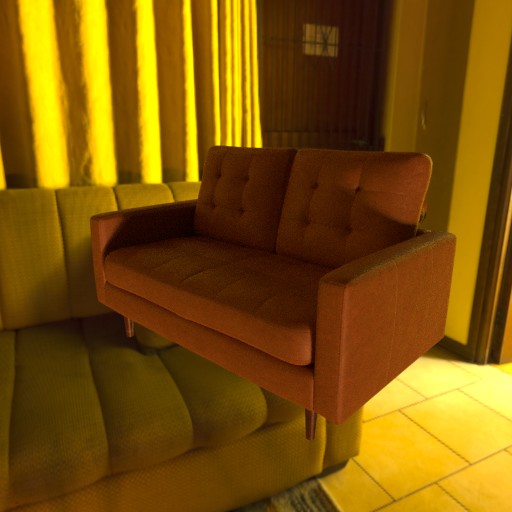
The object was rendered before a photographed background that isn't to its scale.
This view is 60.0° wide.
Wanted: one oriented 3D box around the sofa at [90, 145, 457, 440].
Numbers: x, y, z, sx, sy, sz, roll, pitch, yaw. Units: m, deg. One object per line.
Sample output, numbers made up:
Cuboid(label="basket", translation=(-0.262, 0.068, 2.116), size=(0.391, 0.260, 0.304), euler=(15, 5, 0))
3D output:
Cuboid(label="sofa", translation=(0.000, 0.000, 1.931), size=(1.430, 0.898, 0.868), euler=(14, 21, 41))
